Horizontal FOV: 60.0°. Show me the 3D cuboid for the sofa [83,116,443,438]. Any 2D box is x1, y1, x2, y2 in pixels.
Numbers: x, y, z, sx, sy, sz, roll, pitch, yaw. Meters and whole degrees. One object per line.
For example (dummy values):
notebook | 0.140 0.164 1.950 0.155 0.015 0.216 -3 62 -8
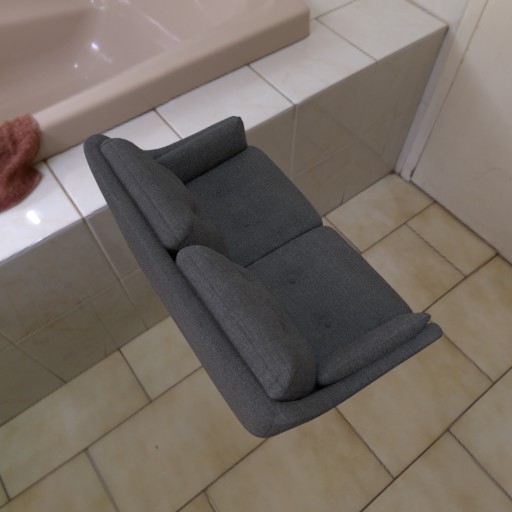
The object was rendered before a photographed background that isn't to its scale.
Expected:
sofa | 0.000 0.000 2.204 0.976 0.887 1.646 -30 64 -17
